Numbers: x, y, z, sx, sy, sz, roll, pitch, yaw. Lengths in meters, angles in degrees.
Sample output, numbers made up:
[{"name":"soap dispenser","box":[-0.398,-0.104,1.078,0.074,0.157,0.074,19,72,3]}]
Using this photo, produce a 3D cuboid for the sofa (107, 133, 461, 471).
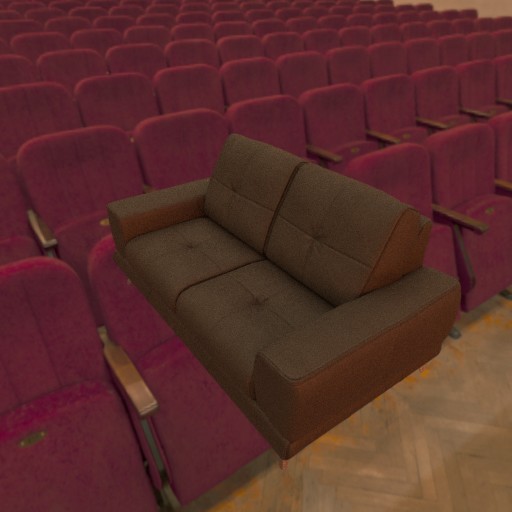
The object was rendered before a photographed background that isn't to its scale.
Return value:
[{"name":"sofa","box":[0.000,0.000,2.352,1.018,0.907,1.806,-21,37,-30]}]
